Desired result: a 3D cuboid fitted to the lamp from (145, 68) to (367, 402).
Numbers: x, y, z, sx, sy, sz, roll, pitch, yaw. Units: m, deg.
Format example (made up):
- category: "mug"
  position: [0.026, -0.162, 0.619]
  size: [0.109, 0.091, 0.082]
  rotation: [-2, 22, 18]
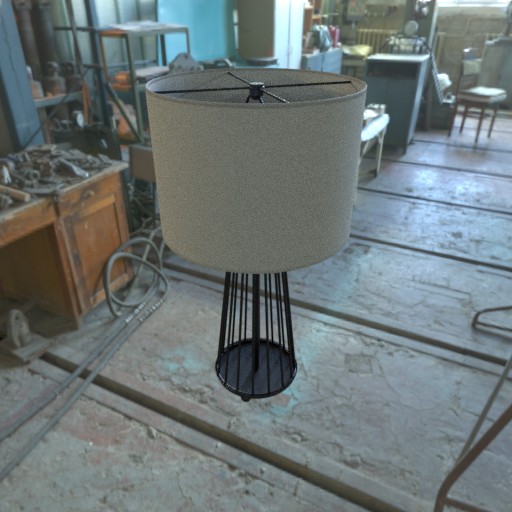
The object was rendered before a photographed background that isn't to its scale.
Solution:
- category: "lamp"
  position: [0.000, 0.000, 0.803]
  size: [0.322, 0.593, 0.322]
  rotation: [-9, 31, -16]
